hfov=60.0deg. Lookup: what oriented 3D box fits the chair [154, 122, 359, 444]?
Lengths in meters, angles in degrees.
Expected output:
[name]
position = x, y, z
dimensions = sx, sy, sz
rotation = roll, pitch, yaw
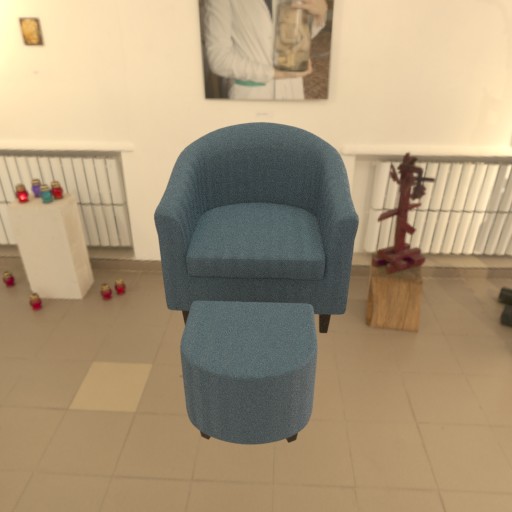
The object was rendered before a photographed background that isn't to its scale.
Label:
[chair]
position = 0.000, 0.000, 1.741
dimensions = 0.756, 0.757, 1.288
rotation = 1, 29, 2
